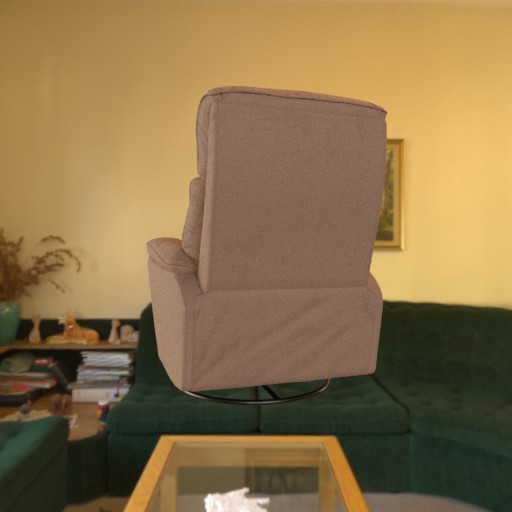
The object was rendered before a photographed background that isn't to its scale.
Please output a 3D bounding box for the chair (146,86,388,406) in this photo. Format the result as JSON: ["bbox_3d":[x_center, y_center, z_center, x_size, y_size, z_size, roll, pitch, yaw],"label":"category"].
[{"bbox_3d":[0.000,0.000,1.798,0.820,1.037,1.004,0,0,-18],"label":"chair"}]
